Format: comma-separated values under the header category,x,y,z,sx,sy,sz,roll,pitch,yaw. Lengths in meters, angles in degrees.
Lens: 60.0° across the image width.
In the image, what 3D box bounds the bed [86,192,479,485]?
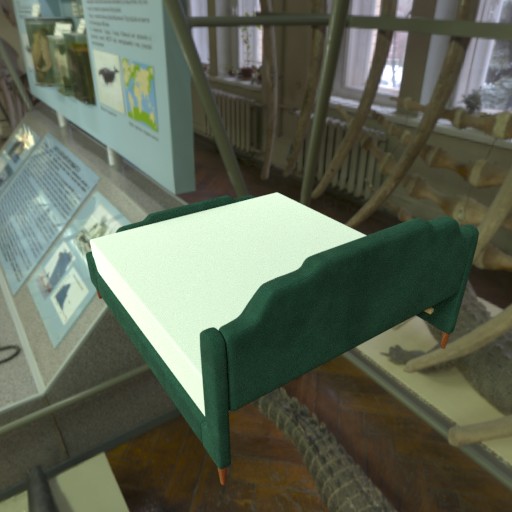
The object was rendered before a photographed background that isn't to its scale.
category,x,y,z,sx,sy,sz,roll,pitch,yaw
bed,0.000,0.000,3.494,2.074,1.245,2.340,-18,34,-30
